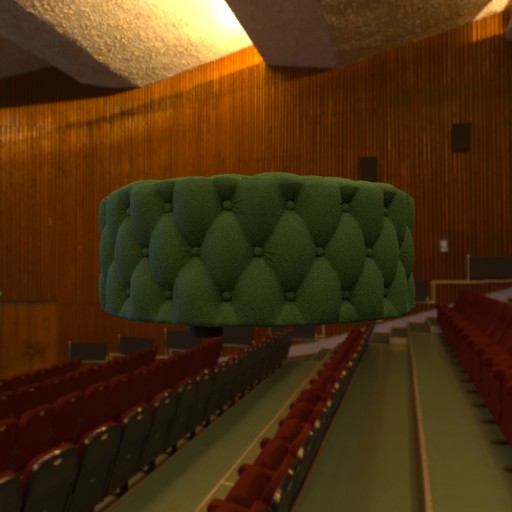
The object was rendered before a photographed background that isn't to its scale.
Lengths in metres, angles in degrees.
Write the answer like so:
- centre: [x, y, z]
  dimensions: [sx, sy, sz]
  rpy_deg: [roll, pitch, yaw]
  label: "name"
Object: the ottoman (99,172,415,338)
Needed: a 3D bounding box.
- centre: [0.000, 0.000, 1.476]
  dimensions: [0.998, 0.399, 0.998]
  rpy_deg: [0, -1, 0]
  label: "ottoman"
